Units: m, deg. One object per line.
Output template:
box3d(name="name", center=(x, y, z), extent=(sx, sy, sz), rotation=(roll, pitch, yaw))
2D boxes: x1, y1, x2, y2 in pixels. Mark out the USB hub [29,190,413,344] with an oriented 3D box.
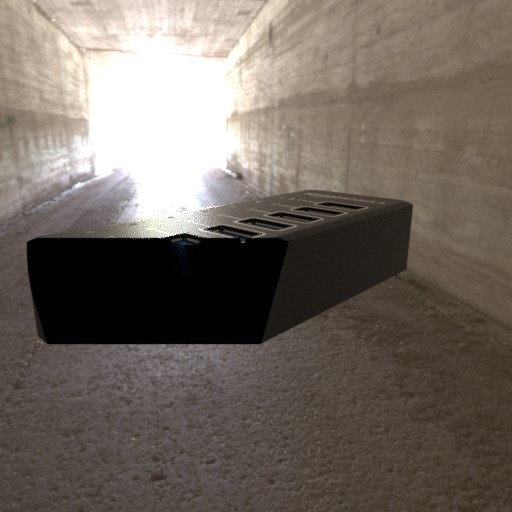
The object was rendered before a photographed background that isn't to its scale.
box3d(name="USB hub", center=(0.000, 0.000, 0.126), extent=(0.044, 0.023, 0.110), rotation=(15, 22, 41))
